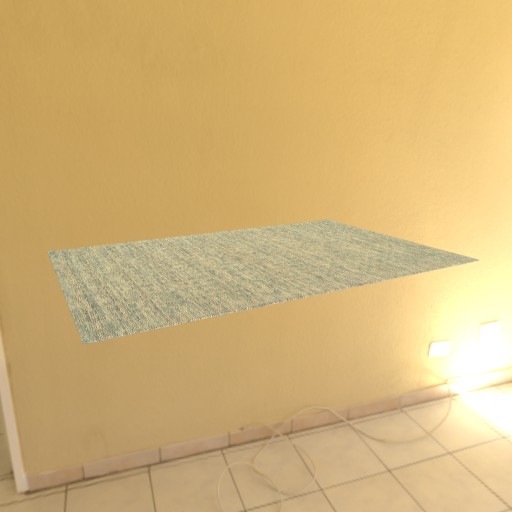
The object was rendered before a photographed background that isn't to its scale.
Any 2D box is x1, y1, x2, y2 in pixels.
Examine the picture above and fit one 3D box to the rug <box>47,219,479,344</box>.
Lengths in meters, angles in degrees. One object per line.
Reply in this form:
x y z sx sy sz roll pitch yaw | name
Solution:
0.000 0.000 2.144 1.752 0.006 1.142 -8 18 -28 | rug
